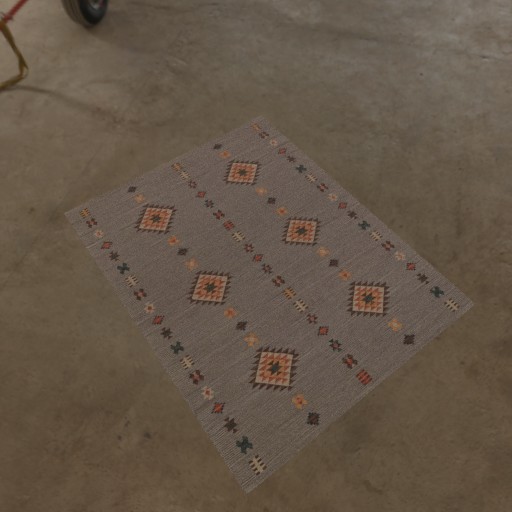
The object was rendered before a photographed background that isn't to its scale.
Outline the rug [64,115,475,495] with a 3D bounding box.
[{"bbox_3d":[0.000,0.000,4.067,2.425,0.008,3.035,-32,62,-19],"label":"rug"}]
